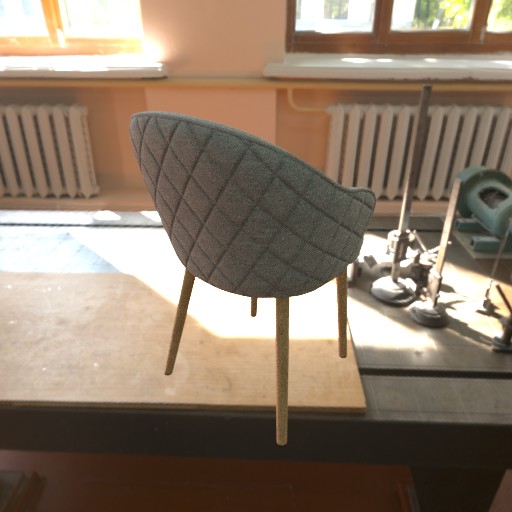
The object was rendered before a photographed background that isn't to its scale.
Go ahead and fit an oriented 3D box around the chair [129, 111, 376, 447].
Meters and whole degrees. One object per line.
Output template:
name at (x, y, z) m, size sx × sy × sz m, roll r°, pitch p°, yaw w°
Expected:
chair at (0.000, 0.000, 1.168) m, size 0.540 × 0.800 × 0.530 m, roll 20°, pitch 34°, yaw 32°
